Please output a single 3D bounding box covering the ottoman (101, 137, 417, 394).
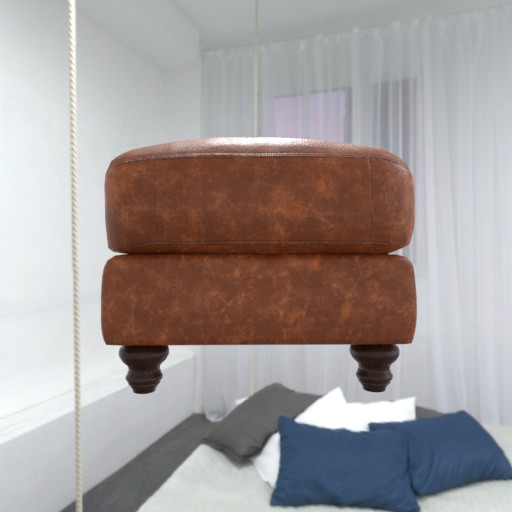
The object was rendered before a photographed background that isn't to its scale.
[{"bbox_3d":[0.000,0.000,1.255,0.657,0.562,0.832,0,0,-1],"label":"ottoman"}]
